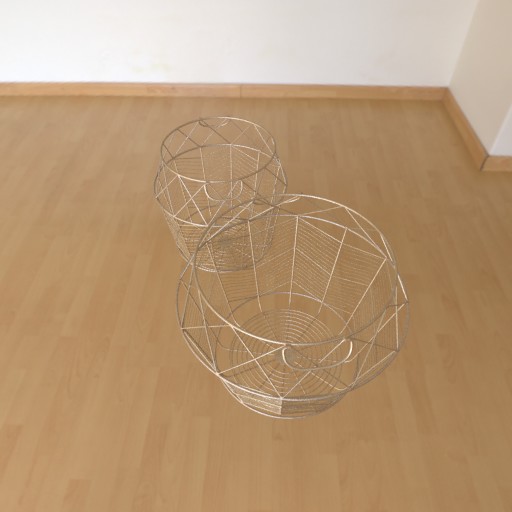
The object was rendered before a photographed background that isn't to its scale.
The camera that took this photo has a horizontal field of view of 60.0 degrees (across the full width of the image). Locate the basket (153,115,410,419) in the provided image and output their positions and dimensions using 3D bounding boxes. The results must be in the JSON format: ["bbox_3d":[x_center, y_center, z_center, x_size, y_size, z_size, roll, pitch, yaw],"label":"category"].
[{"bbox_3d":[0.000,0.000,1.033,0.451,0.343,0.805,-17,49,-16],"label":"basket"}]
